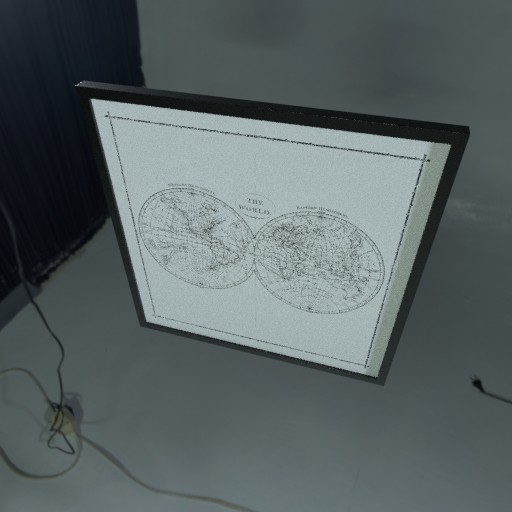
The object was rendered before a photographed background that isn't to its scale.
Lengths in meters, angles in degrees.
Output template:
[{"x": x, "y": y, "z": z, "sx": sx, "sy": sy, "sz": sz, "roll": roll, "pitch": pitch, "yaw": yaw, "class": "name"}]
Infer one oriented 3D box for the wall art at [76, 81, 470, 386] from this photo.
[{"x": 0.000, "y": 0.000, "z": 1.106, "sx": 0.773, "sy": 0.775, "sz": 0.031, "roll": 11, "pitch": 43, "yaw": 12, "class": "wall art"}]
